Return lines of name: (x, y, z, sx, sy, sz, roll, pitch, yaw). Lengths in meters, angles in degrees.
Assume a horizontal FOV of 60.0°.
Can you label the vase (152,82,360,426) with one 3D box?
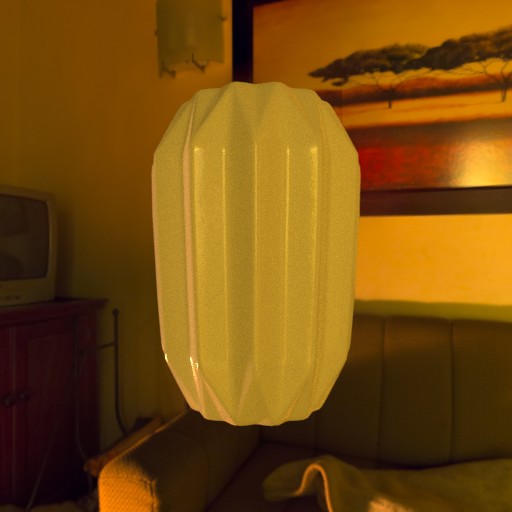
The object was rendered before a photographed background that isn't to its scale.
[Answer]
vase: (0.000, 0.000, 0.412, 0.195, 0.275, 0.195, 0, -1, 0)
